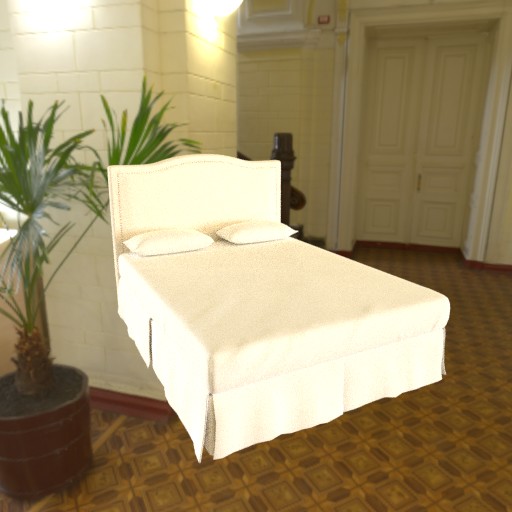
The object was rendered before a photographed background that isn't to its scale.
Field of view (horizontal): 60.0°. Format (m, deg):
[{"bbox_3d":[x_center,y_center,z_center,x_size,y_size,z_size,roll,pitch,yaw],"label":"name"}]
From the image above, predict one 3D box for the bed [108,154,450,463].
[{"bbox_3d":[0.000,0.000,3.402,1.821,1.436,2.282,-8,18,-27],"label":"bed"}]
